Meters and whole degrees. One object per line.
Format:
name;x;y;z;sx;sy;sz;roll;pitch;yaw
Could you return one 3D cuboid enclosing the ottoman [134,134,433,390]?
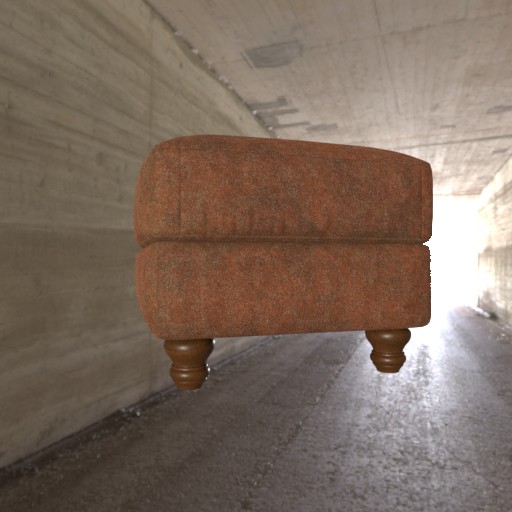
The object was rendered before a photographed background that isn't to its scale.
ottoman;0.000;0.000;1.195;0.635;0.508;0.787;0;0;-16
